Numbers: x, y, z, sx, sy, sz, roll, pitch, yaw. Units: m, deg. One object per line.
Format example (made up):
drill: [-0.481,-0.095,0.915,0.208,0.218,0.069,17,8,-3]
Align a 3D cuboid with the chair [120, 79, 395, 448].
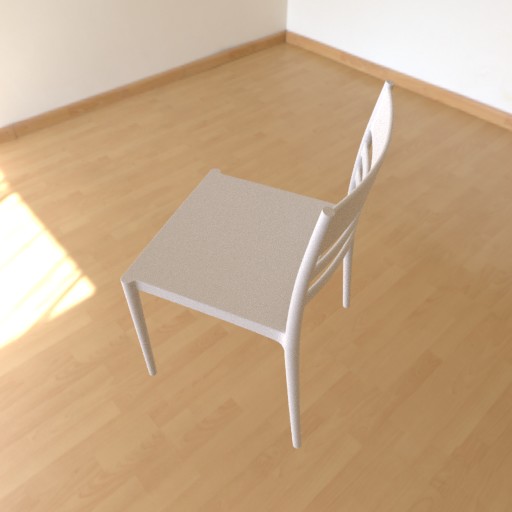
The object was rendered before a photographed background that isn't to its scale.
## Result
chair: [0.000,0.000,1.131,0.511,0.800,0.531,17,49,16]
